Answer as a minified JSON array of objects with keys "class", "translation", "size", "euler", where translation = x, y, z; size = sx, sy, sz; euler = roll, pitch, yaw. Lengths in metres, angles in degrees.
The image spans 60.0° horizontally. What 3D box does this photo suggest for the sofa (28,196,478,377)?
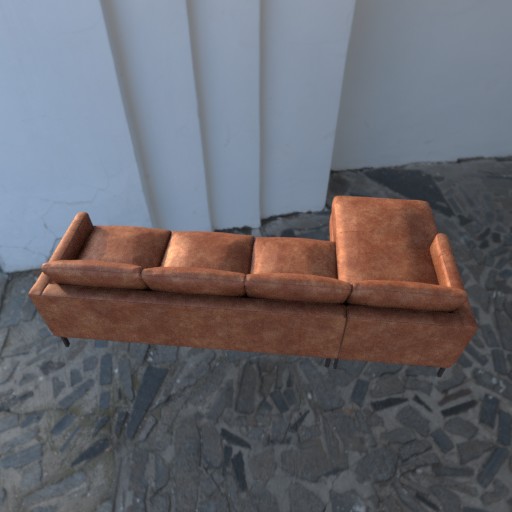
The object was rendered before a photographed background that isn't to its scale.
[{"class":"sofa","translation":[0.000,0.000,3.572],"size":[2.993,0.859,1.471],"euler":[4,46,4]}]
